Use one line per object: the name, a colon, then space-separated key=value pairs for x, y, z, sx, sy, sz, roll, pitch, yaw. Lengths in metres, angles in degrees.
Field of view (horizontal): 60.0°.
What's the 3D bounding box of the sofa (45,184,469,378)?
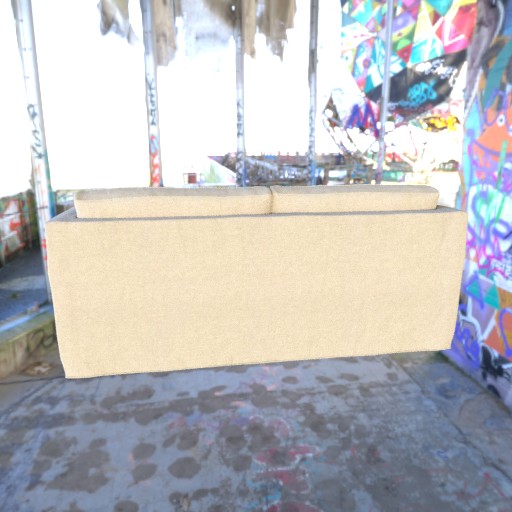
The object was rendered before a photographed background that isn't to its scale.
sofa: x=0.000 y=0.000 z=2.483 sx=1.959 sy=0.835 sz=0.962 roll=-2 pitch=14 yaw=-9
